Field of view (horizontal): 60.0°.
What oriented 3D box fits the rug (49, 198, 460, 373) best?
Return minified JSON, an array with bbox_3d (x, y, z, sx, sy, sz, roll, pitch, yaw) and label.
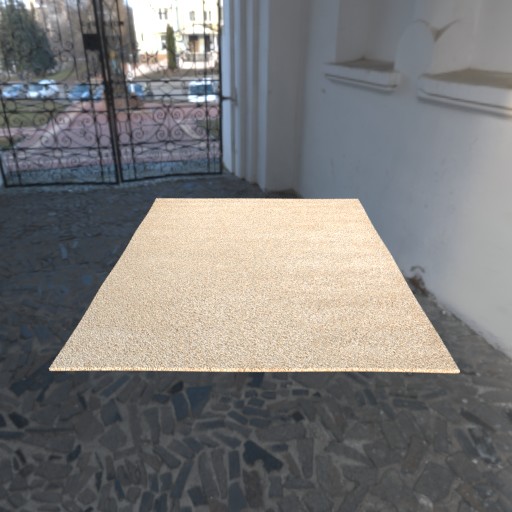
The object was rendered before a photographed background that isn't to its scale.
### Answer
[{"bbox_3d":[0.000,0.000,3.932,2.400,0.026,3.000,0,27,0],"label":"rug"}]
